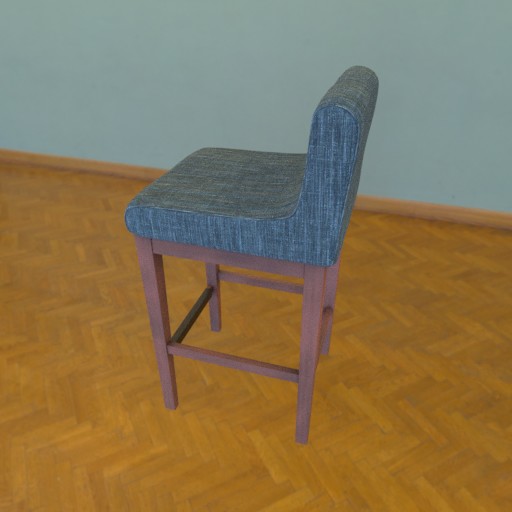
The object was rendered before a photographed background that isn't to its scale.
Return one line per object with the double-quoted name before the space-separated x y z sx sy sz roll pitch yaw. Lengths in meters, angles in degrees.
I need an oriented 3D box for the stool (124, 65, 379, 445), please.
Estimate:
"stool" 0.000 0.000 1.080 0.459 0.835 0.395 9 32 15
